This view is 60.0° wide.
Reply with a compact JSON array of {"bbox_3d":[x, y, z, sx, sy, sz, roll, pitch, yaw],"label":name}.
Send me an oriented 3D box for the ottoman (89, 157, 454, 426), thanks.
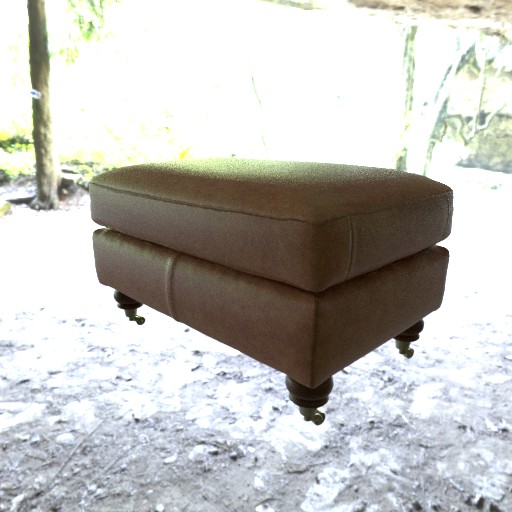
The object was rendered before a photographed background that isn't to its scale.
[{"bbox_3d":[0.000,0.000,1.192,0.565,0.507,0.852,-15,22,-43],"label":"ottoman"}]
